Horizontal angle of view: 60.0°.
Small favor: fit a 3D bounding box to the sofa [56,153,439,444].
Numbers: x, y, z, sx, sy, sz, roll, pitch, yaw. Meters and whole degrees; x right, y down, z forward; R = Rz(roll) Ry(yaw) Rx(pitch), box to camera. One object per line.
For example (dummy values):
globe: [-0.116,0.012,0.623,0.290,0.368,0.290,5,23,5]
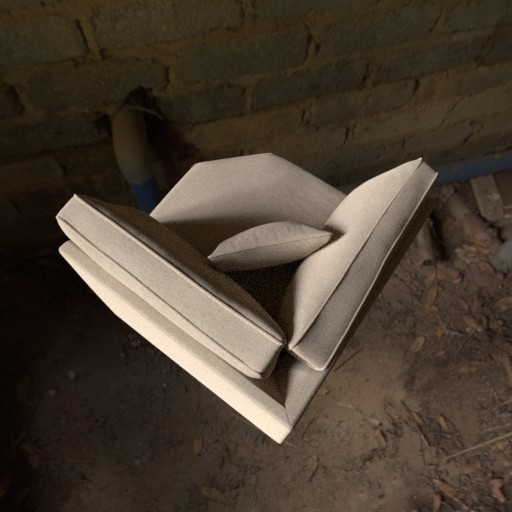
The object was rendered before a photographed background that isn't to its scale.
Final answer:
sofa: [0.000,0.000,1.913,1.042,0.937,1.050,33,68,15]
